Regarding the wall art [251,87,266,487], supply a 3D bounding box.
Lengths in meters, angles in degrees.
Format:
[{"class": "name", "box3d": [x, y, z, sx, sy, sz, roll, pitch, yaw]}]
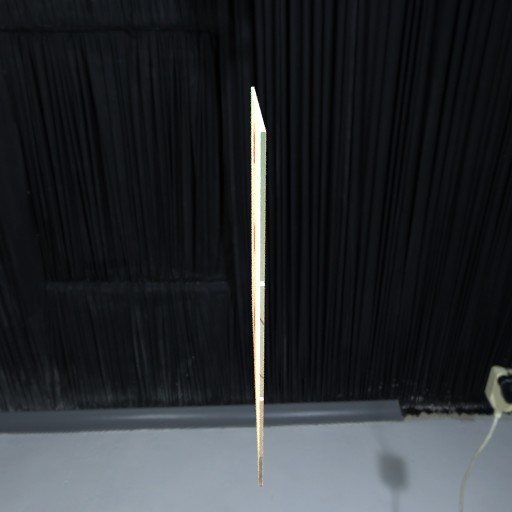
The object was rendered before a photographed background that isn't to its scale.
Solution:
[{"class": "wall art", "box3d": [0.000, 0.000, 1.842, 0.013, 1.219, 1.214, -1, 25, -1]}]
